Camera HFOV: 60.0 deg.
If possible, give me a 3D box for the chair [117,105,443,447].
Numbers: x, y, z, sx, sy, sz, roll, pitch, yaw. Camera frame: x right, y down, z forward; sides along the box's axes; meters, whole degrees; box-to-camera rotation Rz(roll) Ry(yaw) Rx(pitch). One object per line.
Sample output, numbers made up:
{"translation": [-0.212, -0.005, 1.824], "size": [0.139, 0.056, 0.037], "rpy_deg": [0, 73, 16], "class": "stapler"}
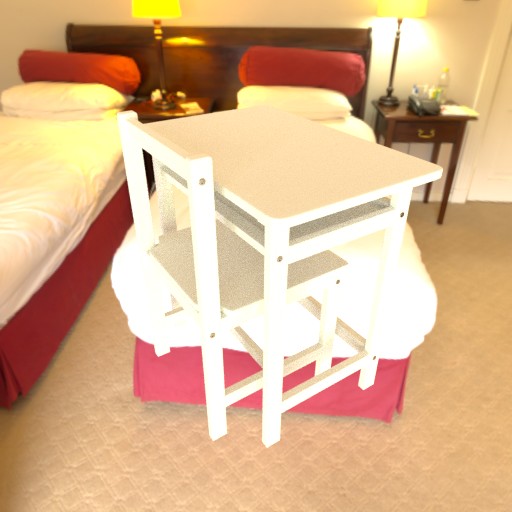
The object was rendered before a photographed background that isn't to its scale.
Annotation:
{"translation": [0.000, 0.000, 1.073], "size": [0.461, 0.673, 0.599], "rpy_deg": [-19, 37, -28], "class": "chair"}
